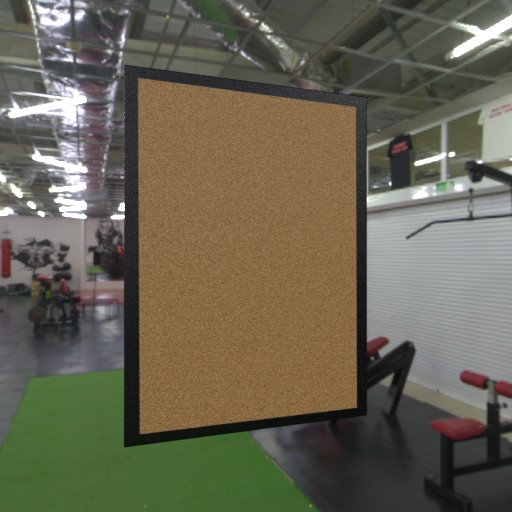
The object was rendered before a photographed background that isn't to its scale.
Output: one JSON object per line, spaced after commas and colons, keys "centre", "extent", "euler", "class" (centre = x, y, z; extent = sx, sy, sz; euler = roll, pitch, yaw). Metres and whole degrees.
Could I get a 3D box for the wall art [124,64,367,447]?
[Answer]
{"centre": [0.000, 0.000, 1.239], "extent": [0.707, 0.967, 0.013], "euler": [0, 0, -19], "class": "wall art"}
